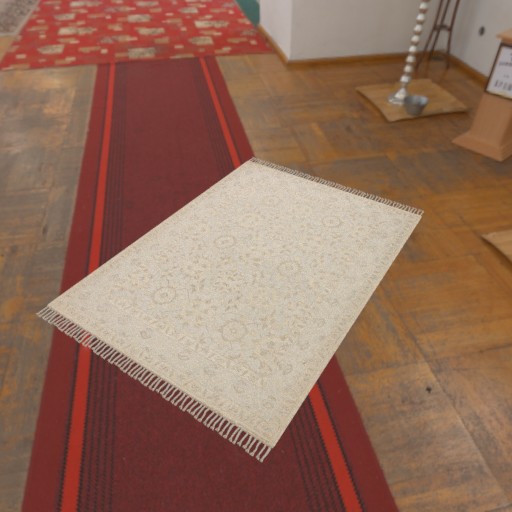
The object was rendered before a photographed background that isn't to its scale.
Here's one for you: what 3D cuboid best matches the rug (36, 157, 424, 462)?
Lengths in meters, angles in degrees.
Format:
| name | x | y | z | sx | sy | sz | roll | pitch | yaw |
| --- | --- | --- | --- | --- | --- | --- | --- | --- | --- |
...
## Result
| name | x | y | z | sx | sy | sz | roll | pitch | yaw |
| --- | --- | --- | --- | --- | --- | --- | --- | --- | --- |
| rug | 0.000 | 0.000 | 2.311 | 1.223 | 0.015 | 1.771 | 23 | 45 | 25 |
